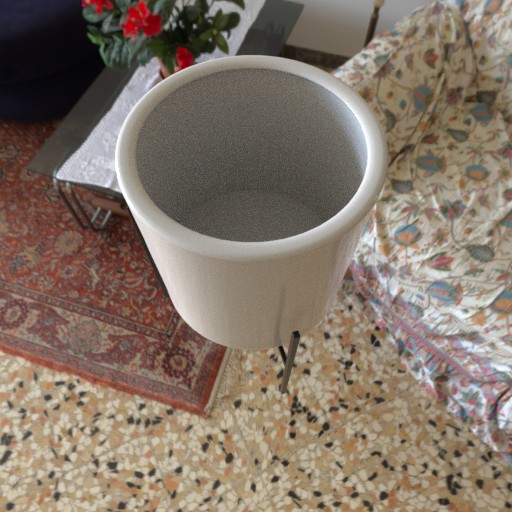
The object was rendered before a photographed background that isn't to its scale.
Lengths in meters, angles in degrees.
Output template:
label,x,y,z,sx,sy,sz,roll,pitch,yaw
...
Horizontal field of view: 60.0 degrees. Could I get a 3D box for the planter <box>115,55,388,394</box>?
label,x,y,z,sx,sy,sz,roll,pitch,yaw
planter,0.000,0.000,0.635,0.307,0.431,0.308,-16,62,-9
